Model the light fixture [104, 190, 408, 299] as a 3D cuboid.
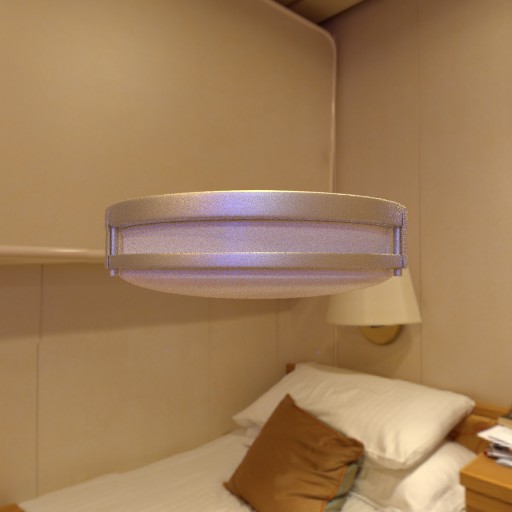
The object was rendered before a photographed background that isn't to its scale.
[{"bbox_3d":[0.000,0.000,0.549,0.356,0.102,0.356,0,-2,0],"label":"light fixture"}]
